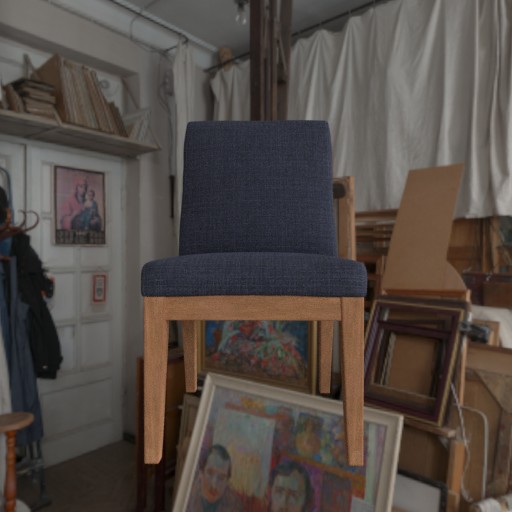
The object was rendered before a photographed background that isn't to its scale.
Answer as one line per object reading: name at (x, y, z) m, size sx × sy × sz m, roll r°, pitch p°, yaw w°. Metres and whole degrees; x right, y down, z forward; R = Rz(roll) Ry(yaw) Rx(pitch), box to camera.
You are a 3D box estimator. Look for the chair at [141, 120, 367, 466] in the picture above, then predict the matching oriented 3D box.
chair at (0.000, 0.000, 1.240) m, size 0.507 × 0.911 × 0.586 m, roll 0°, pitch 0°, yaw 1°
